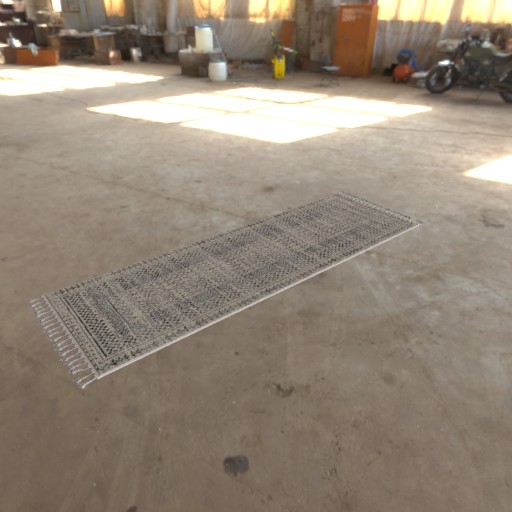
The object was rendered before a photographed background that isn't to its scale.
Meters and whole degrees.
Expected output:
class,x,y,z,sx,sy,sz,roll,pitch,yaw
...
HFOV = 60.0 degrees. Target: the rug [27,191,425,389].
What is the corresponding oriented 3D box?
class,x,y,z,sx,sy,sz,roll,pitch,yaw
rug,0.000,0.000,2.724,2.480,0.013,0.786,-22,37,-33
